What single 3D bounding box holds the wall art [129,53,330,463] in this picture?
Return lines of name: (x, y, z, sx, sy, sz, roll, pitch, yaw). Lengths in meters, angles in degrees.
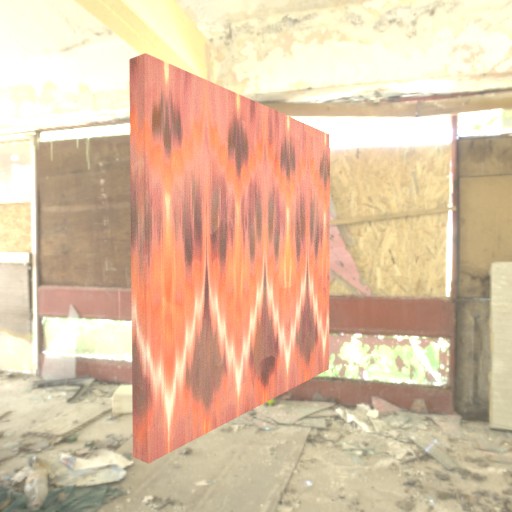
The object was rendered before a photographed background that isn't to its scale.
wall art: (0.000, 0.000, 0.909, 0.037, 0.609, 0.603, 1, 2, 36)
